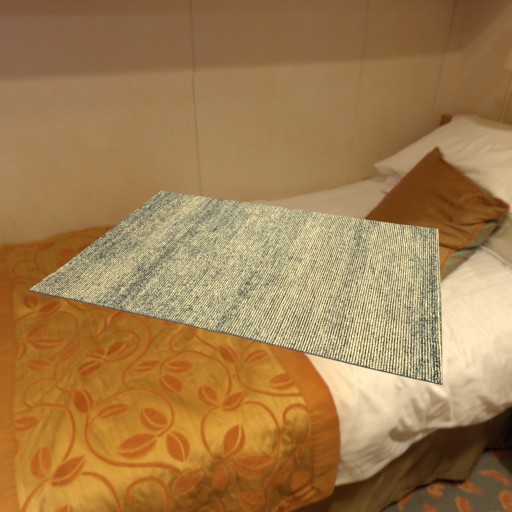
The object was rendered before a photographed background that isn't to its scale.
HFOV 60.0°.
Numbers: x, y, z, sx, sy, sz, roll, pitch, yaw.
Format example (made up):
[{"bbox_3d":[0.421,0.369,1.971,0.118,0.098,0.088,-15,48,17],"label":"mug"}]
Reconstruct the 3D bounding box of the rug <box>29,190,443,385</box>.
[{"bbox_3d":[0.000,0.000,2.990,2.349,0.030,1.624,10,32,16],"label":"rug"}]
